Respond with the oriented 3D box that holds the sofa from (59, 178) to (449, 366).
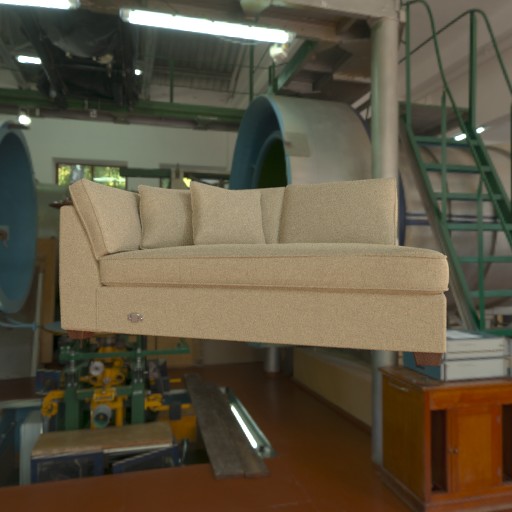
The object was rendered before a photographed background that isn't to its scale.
[{"bbox_3d":[0.000,0.000,2.851,2.237,1.033,1.110,0,-1,20],"label":"sofa"}]
